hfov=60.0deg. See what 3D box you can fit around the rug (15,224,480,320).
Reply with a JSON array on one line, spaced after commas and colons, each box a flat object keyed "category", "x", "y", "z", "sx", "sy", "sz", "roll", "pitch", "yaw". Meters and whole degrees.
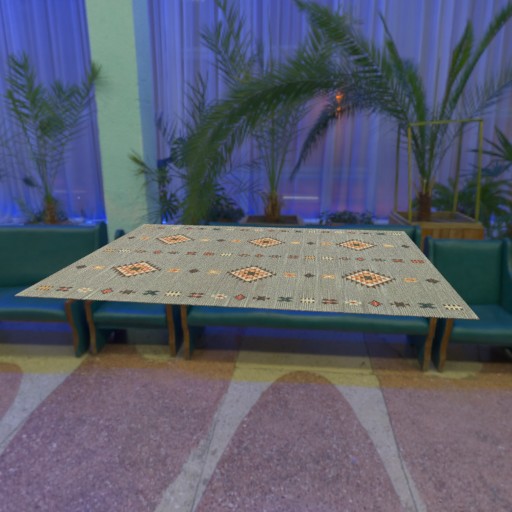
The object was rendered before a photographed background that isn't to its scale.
[{"category": "rug", "x": 0.000, "y": 0.000, "z": 4.014, "sx": 3.035, "sy": 0.008, "sz": 2.425, "roll": 2, "pitch": 16, "yaw": 7}]
